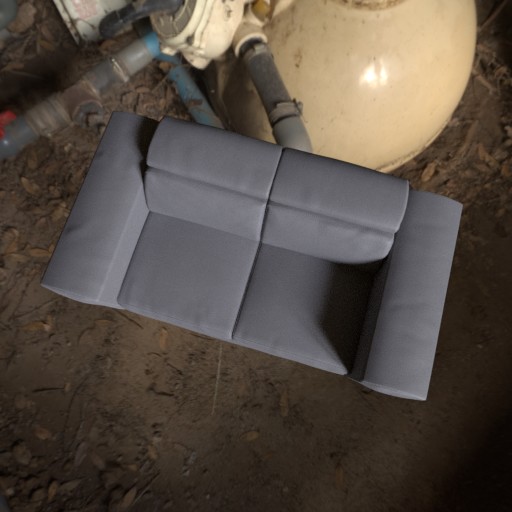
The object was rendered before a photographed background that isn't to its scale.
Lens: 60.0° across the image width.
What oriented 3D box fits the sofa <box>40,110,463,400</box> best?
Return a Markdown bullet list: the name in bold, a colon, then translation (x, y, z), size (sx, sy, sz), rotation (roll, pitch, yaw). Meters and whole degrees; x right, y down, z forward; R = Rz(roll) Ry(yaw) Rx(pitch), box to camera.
- **sofa**: translation (0.000, 0.000, 2.382), size (1.895, 0.779, 1.003), rotation (16, 76, 4)
